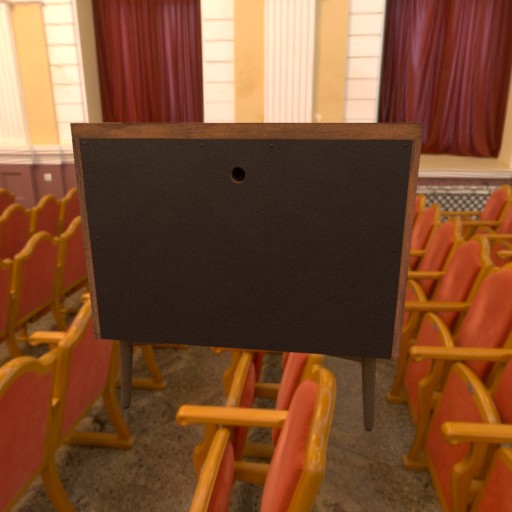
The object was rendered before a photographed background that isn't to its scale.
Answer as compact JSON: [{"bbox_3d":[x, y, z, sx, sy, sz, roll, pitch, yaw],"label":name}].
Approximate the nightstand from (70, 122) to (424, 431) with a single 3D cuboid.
[{"bbox_3d":[0.000,0.000,1.059,0.610,0.610,0.458,2,17,8],"label":"nightstand"}]
